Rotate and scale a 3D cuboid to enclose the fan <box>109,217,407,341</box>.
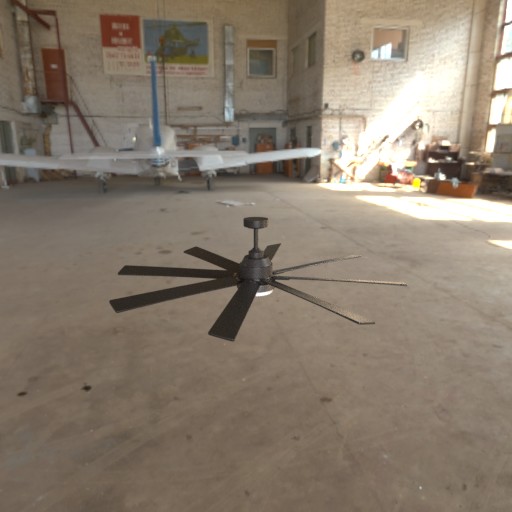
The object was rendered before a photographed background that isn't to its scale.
[{"bbox_3d":[0.000,0.000,2.781,1.830,0.472,1.830,2,15,9],"label":"fan"}]
